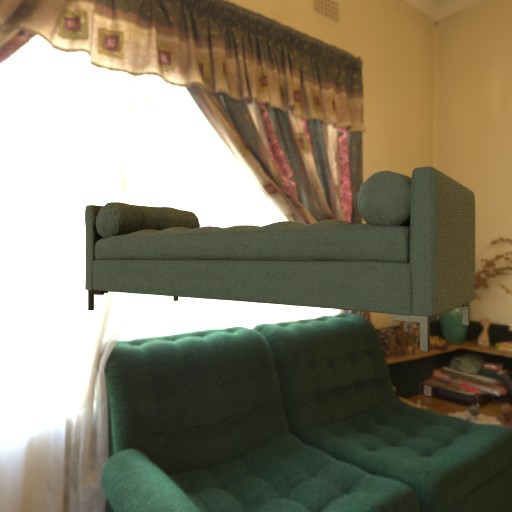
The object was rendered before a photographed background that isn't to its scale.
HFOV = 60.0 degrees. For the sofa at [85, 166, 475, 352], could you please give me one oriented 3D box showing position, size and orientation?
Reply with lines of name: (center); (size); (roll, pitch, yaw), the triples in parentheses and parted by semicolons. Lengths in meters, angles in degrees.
sofa: (0.000, 0.000, 2.475); (2.130, 0.681, 0.817); (0, 0, 36)
